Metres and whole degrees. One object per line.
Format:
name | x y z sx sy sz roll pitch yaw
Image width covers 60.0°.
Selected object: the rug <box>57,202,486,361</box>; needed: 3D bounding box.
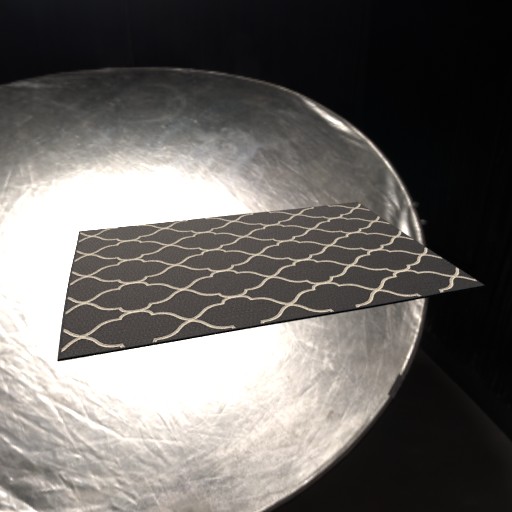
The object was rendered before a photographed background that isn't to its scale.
rug | 0.000 0.000 2.887 2.294 0.014 1.528 -7 27 -15
